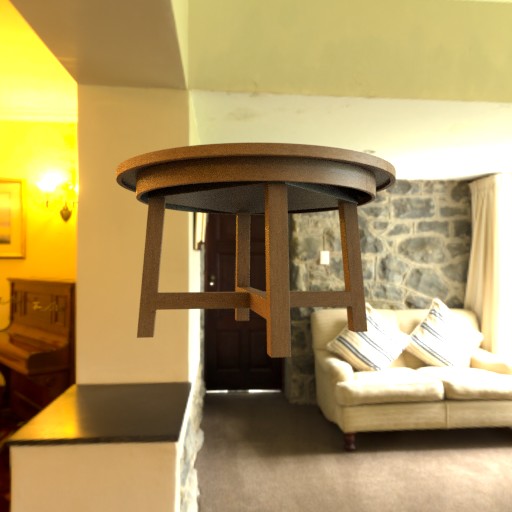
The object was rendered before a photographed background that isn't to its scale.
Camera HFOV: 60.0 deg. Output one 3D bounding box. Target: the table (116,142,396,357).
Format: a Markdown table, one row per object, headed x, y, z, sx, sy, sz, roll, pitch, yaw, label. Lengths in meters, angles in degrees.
| x | y | z | sx | sy | sz | roll | pitch | yaw | label |
| --- | --- | --- | --- | --- | --- | --- | --- | --- | --- |
| 0.000 | 0.000 | 2.186 | 1.319 | 0.762 | 1.319 | 0 | -1 | 0 | table |
